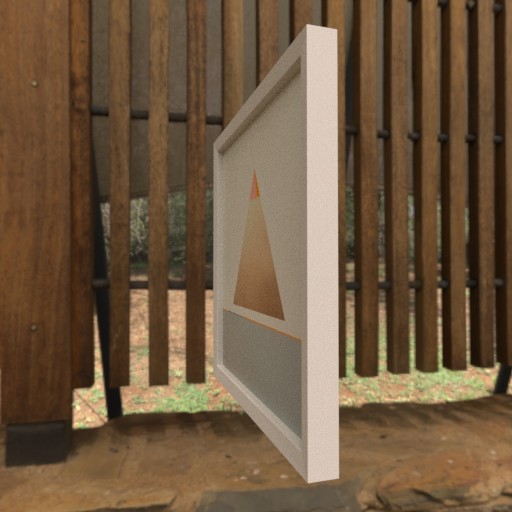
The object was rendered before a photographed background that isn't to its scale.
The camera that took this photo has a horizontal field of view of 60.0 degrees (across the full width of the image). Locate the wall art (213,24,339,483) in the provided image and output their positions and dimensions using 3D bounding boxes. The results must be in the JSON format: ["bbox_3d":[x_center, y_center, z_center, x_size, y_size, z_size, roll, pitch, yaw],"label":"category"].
[{"bbox_3d":[0.000,0.000,1.875,0.098,1.291,1.289,0,-1,-17],"label":"wall art"}]
